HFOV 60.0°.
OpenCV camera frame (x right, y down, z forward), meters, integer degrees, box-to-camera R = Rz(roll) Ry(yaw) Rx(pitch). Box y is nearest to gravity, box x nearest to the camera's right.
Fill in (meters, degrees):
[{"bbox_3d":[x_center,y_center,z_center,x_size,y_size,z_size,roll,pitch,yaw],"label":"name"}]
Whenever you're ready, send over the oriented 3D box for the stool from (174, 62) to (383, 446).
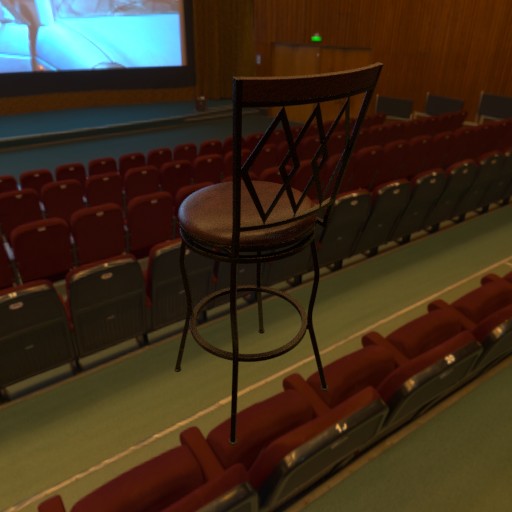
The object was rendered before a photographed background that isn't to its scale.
[{"bbox_3d":[0.000,0.000,1.391,0.432,1.134,0.521,-19,35,-30],"label":"stool"}]
